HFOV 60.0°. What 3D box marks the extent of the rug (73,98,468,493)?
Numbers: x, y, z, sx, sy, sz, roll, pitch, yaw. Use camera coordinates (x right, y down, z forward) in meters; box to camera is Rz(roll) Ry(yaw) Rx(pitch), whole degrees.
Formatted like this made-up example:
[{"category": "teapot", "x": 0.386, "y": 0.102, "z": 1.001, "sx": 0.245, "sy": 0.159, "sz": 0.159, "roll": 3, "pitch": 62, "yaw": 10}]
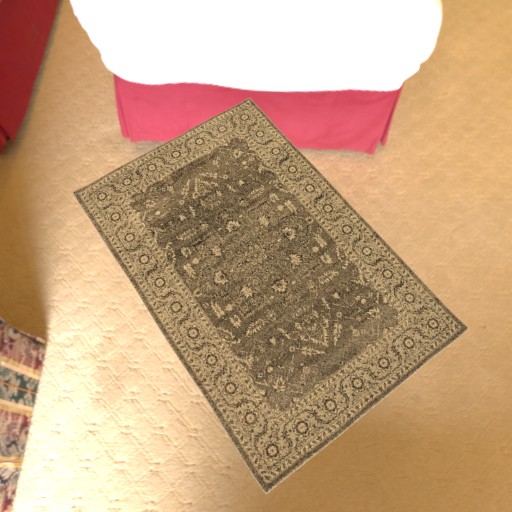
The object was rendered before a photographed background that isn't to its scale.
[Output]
[{"category": "rug", "x": 0.000, "y": 0.000, "z": 2.296, "sx": 1.209, "sy": 0.019, "sz": 1.828, "roll": -33, "pitch": 69, "yaw": -14}]
